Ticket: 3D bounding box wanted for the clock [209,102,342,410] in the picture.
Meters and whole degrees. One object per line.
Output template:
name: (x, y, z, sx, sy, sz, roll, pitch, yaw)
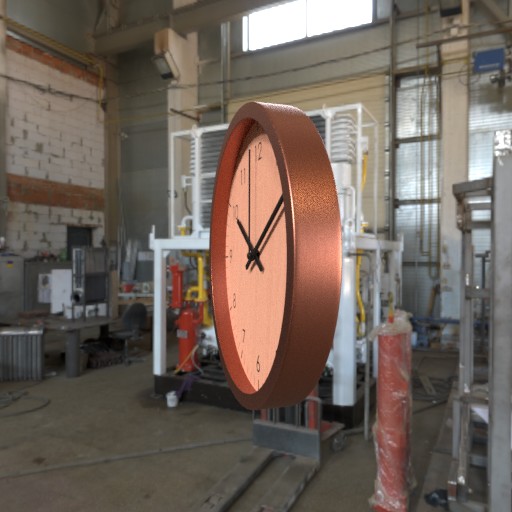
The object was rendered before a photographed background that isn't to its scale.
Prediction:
clock: (0.000, 0.000, 0.480, 0.040, 0.313, 0.313, 0, 0, -17)
